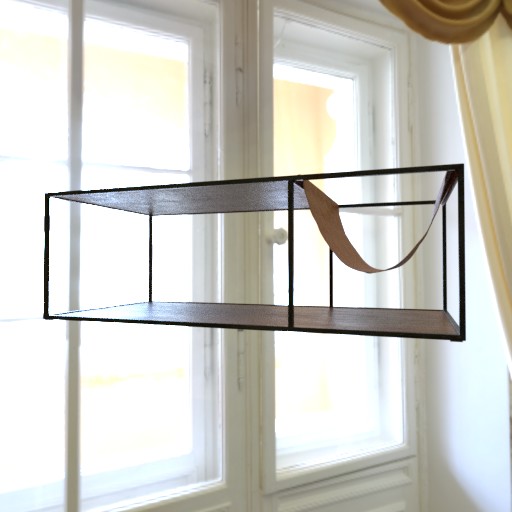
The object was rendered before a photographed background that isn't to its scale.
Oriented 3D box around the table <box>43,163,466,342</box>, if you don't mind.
[{"bbox_3d":[0.000,0.000,1.468,1.199,0.403,0.597,0,-1,20],"label":"table"}]
